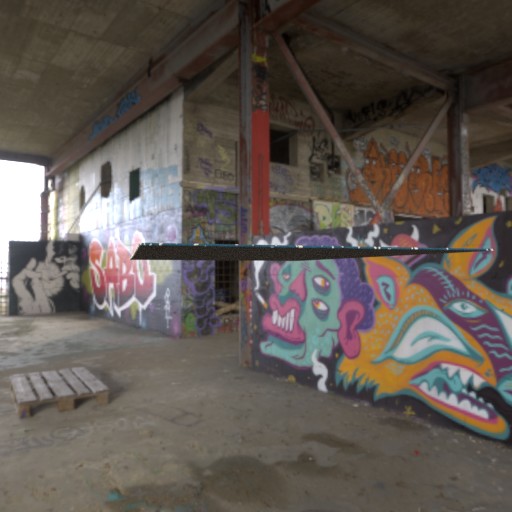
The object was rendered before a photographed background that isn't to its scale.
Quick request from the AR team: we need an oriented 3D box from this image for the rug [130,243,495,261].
[{"bbox_3d":[0.000,0.000,2.270,1.220,0.007,1.828,1,-2,-17],"label":"rug"}]
